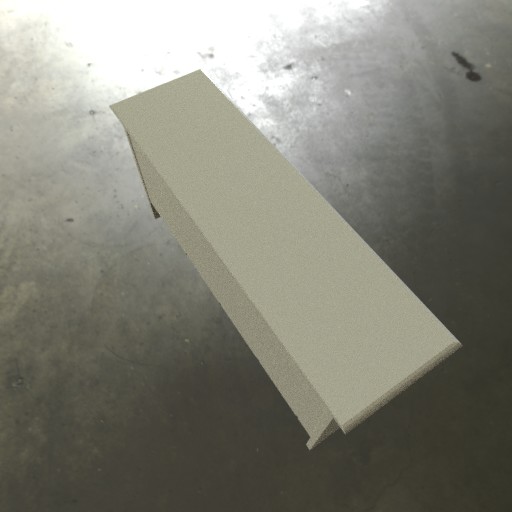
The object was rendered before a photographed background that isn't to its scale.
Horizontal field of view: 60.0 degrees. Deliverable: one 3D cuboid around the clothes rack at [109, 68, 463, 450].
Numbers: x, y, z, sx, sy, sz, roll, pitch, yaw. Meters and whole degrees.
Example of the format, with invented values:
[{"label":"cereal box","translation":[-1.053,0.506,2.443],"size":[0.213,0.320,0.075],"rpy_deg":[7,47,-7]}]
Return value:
[{"label":"clothes rack","translation":[0.000,0.000,1.362],"size":[0.324,0.531,1.120],"rpy_deg":[-29,63,-17]}]
